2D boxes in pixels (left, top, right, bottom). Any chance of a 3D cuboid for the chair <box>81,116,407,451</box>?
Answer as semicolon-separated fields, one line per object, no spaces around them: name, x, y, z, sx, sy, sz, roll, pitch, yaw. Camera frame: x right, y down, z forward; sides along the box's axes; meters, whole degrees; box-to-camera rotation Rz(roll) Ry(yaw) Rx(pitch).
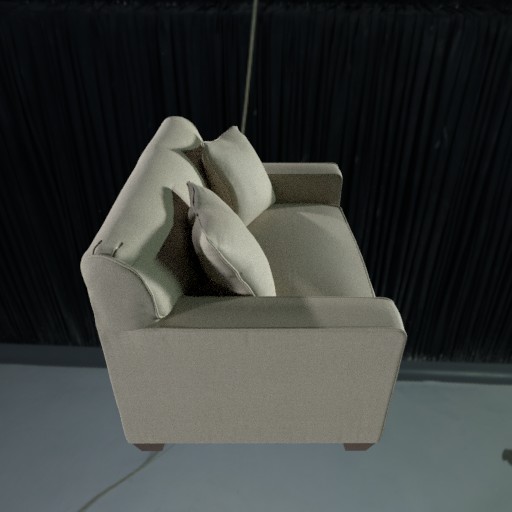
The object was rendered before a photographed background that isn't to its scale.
chair;0.000;0.000;2.006;1.000;0.948;1.383;0;33;0
